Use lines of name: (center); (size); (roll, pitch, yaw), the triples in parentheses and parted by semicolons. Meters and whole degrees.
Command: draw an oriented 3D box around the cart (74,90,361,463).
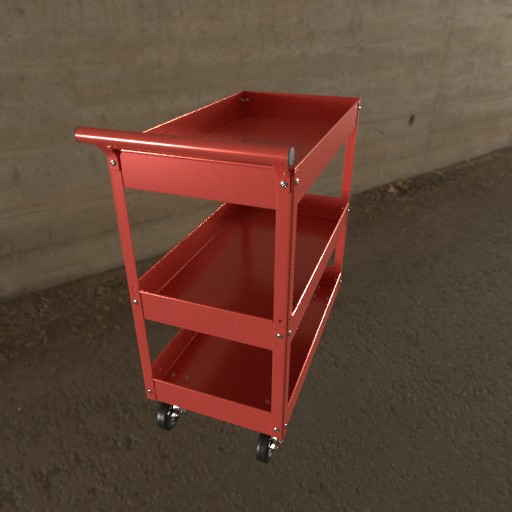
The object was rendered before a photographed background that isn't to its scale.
cart: (0.000, 0.000, 1.145); (0.366, 0.780, 0.719); (10, 31, 18)
